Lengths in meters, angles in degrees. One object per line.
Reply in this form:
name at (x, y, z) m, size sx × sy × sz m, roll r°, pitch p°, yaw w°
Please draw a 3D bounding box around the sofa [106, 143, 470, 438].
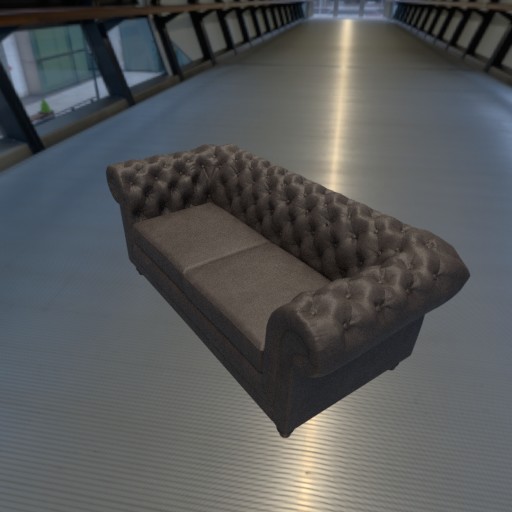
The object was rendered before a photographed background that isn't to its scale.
sofa at (0.000, 0.000, 2.496) m, size 0.944 × 0.779 × 2.048 m, roll -20°, pitch 36°, yaw -30°
